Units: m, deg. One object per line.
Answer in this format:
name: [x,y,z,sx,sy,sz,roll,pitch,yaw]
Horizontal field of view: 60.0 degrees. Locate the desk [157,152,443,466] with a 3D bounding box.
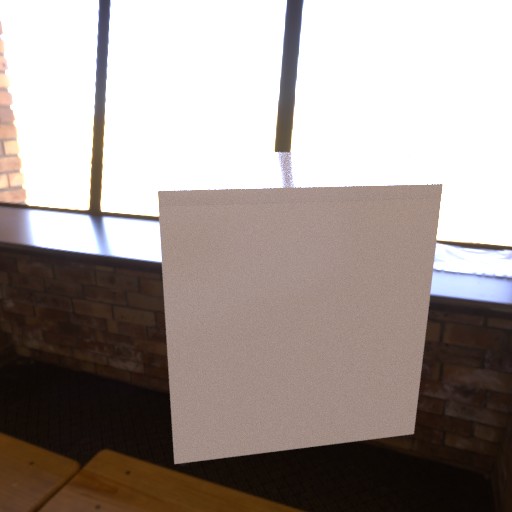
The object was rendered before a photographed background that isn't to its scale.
desk: [0.000,0.000,1.799,0.690,0.740,1.400,-3,17,-10]
